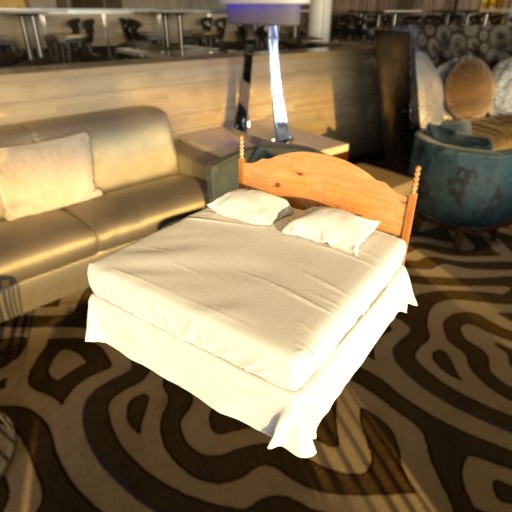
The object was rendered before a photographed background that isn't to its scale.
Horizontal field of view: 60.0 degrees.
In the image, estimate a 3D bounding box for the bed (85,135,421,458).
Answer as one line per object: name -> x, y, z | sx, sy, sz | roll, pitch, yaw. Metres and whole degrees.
bed -> 0.000, 0.000, 3.758 | 2.322, 1.355, 2.219 | 19, 34, 30
